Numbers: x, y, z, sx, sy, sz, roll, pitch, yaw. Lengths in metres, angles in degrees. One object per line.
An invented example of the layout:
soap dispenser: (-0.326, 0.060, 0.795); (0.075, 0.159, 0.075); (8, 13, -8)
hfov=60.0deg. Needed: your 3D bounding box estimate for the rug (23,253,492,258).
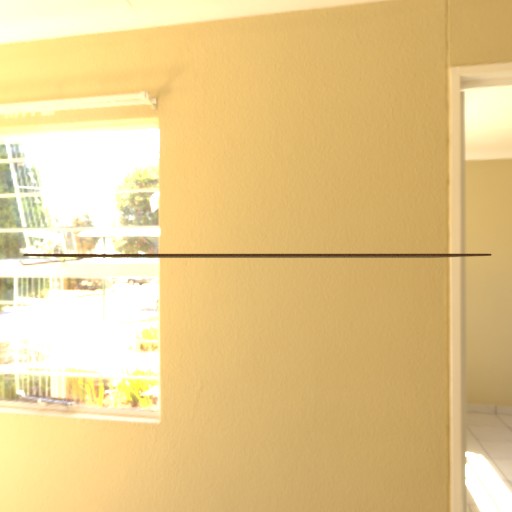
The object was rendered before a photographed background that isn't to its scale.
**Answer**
rug: (0.000, 0.000, 2.685); (2.448, 0.012, 0.769); (0, -1, 1)
